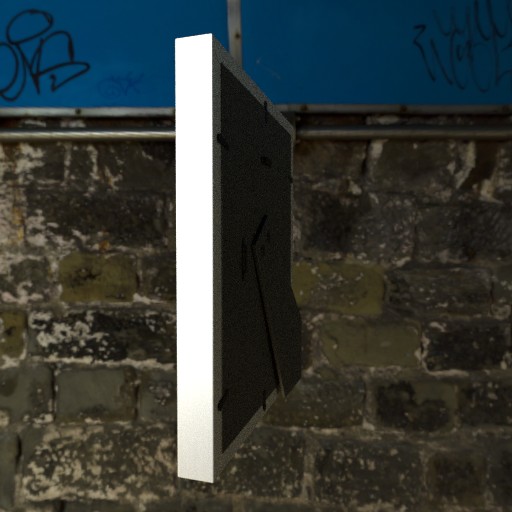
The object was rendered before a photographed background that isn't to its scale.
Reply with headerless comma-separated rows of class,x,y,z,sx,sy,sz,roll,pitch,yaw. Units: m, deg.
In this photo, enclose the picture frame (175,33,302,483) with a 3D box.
picture frame,0.000,0.000,0.391,0.036,0.282,0.233,1,2,17
